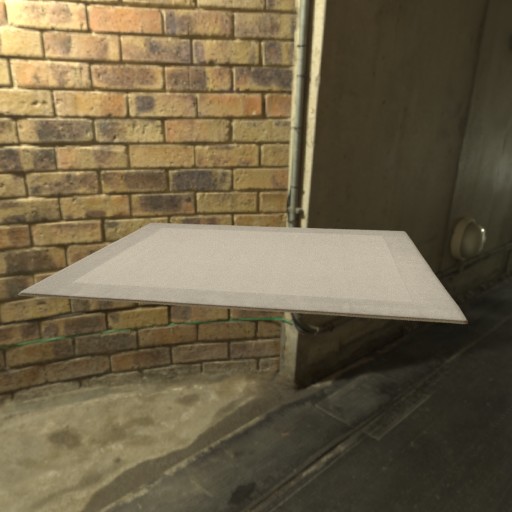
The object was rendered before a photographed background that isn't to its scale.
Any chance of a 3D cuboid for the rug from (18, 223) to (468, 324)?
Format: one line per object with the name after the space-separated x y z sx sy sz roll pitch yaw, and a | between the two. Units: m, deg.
0.000 0.000 3.997 2.976 0.018 2.430 3 16 9 | rug
